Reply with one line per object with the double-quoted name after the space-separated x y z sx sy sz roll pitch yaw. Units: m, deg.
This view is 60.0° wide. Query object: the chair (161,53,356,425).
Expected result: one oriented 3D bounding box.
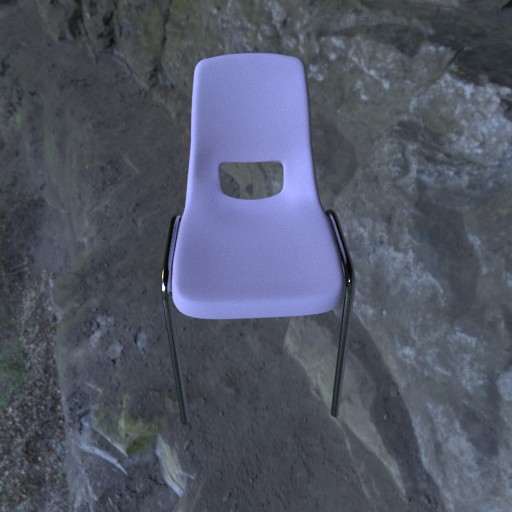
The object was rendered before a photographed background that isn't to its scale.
0.000 0.000 0.967 0.381 0.704 0.436 -2 46 -2 "chair"
